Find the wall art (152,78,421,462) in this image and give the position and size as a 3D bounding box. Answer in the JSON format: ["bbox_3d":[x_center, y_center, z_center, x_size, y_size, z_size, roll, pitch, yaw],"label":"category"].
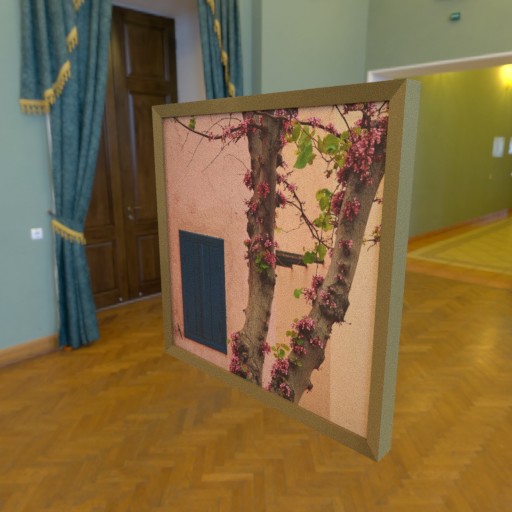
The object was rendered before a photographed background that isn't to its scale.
[{"bbox_3d":[0.000,0.000,0.747,0.507,0.508,0.038,13,19,42],"label":"wall art"}]
